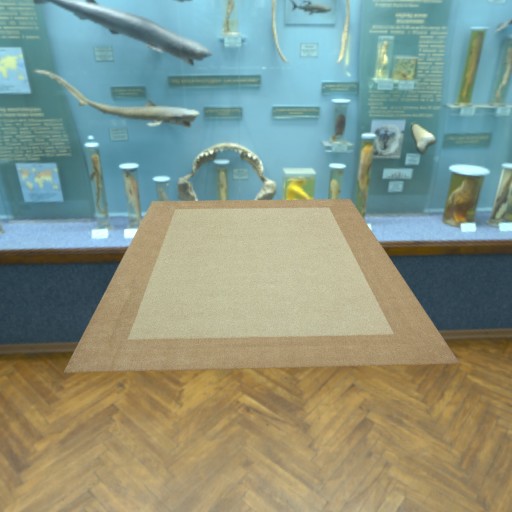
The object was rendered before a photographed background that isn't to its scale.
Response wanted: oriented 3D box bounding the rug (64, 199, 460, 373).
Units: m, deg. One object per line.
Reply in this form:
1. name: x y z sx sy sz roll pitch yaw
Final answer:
1. rug: 0.000 0.000 4.086 2.438 0.014 3.048 -1 27 -2
